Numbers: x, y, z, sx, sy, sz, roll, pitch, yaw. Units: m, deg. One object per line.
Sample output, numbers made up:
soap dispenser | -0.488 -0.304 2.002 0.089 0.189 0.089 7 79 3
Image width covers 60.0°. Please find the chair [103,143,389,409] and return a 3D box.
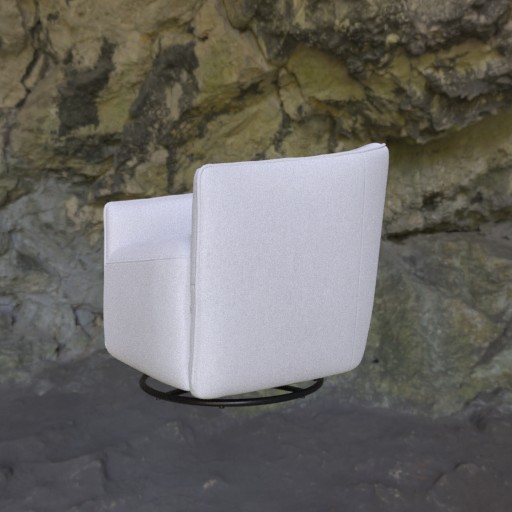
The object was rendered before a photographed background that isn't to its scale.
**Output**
chair | 0.000 0.000 1.478 0.875 0.799 0.747 1 -2 -35
